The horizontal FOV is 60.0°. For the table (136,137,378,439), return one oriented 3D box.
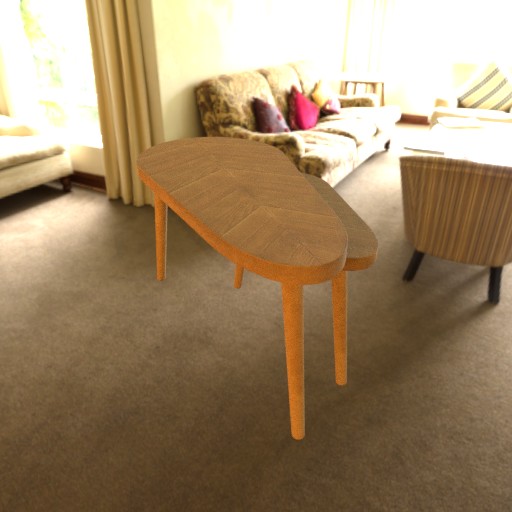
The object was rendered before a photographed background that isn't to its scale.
[{"bbox_3d":[0.000,0.000,1.613,0.701,0.595,1.190,-10,30,-18],"label":"table"}]
